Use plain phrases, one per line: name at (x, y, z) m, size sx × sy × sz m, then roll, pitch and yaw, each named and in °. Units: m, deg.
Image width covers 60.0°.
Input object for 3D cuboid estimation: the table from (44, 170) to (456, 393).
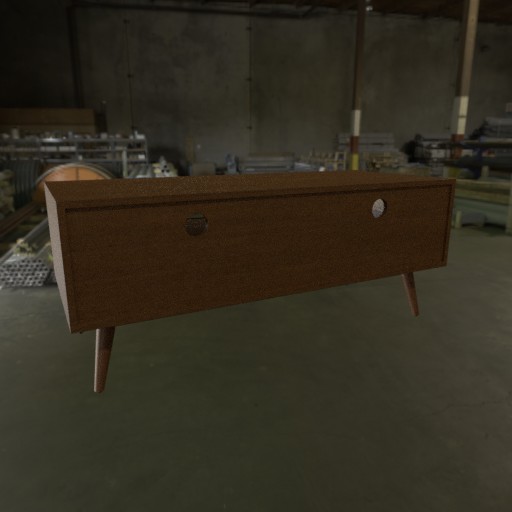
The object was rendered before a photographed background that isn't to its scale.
table at (0.000, 0.000, 1.369) m, size 1.119 × 0.464 × 0.490 m, roll -7°, pitch 16°, yaw -26°
